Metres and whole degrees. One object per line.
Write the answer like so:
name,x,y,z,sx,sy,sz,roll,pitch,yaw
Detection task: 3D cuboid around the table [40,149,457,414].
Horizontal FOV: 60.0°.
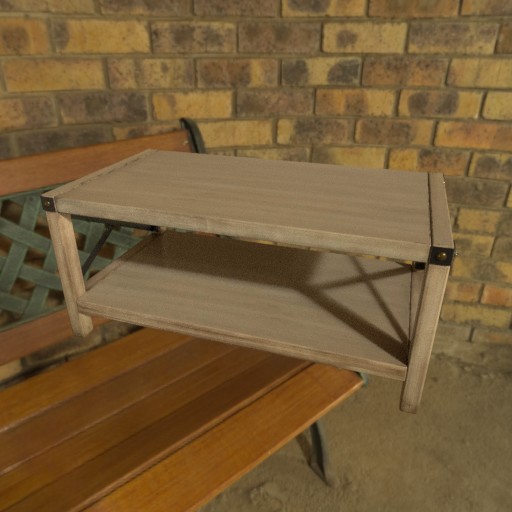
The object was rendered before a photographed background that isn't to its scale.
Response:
table,0.000,0.000,1.338,1.016,0.456,0.559,8,28,16
